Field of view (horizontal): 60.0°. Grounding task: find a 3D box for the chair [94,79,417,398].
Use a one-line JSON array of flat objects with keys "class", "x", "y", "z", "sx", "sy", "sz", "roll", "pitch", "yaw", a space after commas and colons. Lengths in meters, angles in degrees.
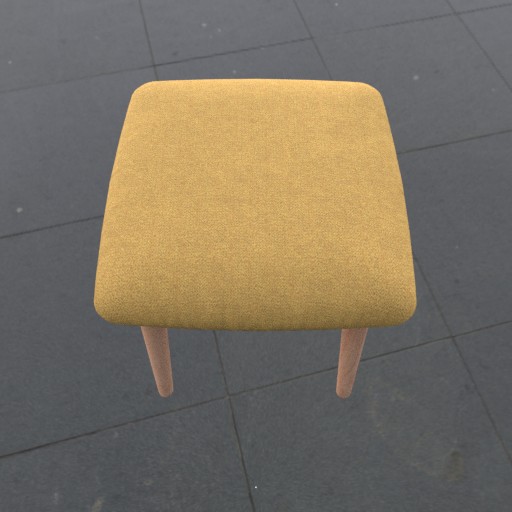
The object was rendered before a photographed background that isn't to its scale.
[{"class": "chair", "x": 0.000, "y": 0.000, "z": 0.684, "sx": 0.350, "sy": 0.440, "sz": 0.350, "roll": 0, "pitch": 62, "yaw": 0}]
